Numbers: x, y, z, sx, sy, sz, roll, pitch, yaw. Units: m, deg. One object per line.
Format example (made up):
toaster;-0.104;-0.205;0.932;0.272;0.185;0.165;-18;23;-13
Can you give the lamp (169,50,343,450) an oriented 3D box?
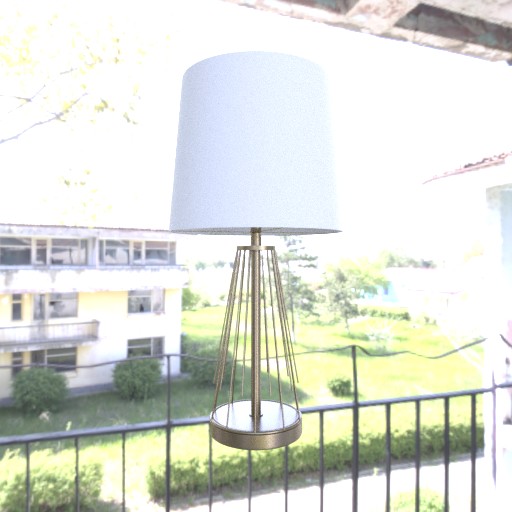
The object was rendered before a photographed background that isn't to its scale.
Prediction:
lamp;0.000;0.000;0.783;0.303;0.618;0.303;0;0;0
